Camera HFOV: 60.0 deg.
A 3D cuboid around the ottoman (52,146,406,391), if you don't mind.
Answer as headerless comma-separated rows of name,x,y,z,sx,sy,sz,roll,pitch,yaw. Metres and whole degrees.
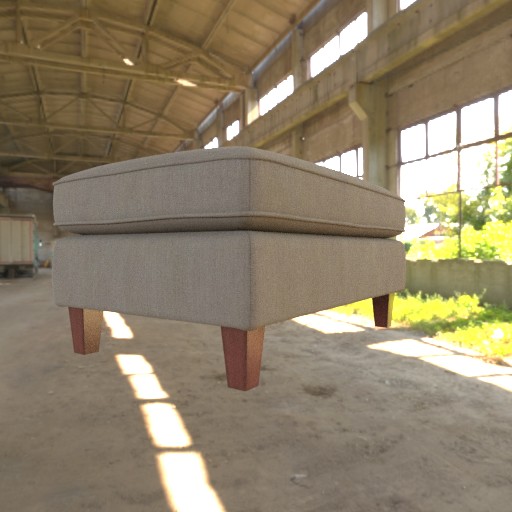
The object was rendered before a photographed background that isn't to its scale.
ottoman,0.000,0.000,1.301,0.636,0.480,0.941,1,1,35
